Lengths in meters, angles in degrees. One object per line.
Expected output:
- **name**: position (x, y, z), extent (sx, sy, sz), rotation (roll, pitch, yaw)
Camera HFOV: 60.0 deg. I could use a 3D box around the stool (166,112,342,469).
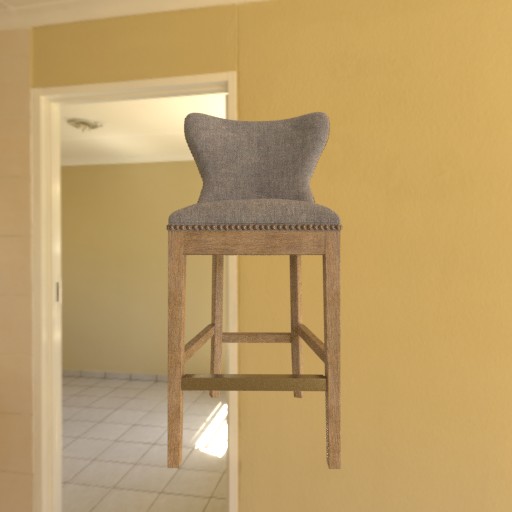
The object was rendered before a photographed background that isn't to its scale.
- **stool**: position (0.000, 0.000, 1.321), extent (0.498, 0.981, 0.608), rotation (0, 0, 1)
